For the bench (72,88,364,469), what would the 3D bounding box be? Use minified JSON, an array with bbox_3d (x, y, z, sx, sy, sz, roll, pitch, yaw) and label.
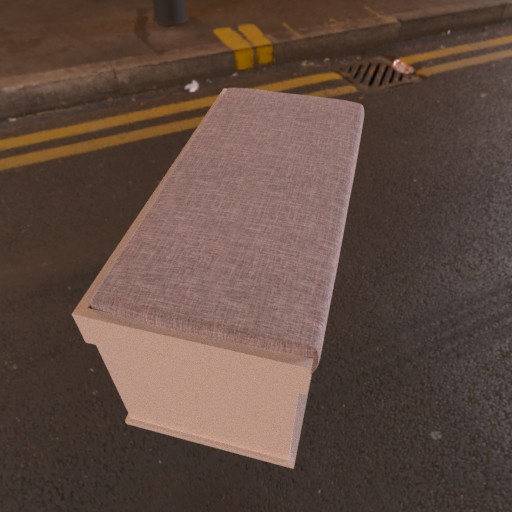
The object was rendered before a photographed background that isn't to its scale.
[{"bbox_3d":[0.000,0.000,1.001,0.362,0.461,0.734,11,47,10],"label":"bench"}]
